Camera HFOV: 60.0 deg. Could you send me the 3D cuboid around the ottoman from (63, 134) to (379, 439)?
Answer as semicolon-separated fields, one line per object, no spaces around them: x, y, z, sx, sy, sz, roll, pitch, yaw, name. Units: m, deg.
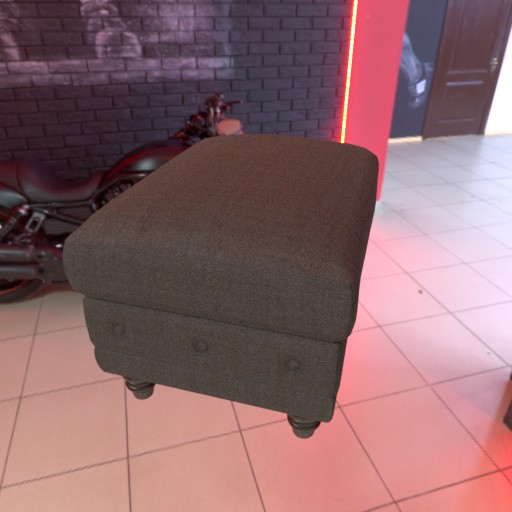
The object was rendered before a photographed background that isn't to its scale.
0.000;0.000;1.231;0.599;0.555;0.809;8;30;14;ottoman
